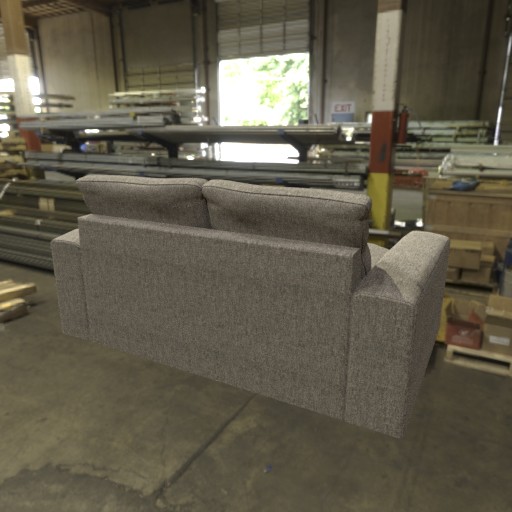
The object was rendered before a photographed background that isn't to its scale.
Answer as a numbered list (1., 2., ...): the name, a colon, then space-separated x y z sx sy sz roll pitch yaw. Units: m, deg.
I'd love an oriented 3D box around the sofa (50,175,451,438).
1. sofa: 0.000 0.000 2.297 1.758 0.877 1.094 9 19 27
